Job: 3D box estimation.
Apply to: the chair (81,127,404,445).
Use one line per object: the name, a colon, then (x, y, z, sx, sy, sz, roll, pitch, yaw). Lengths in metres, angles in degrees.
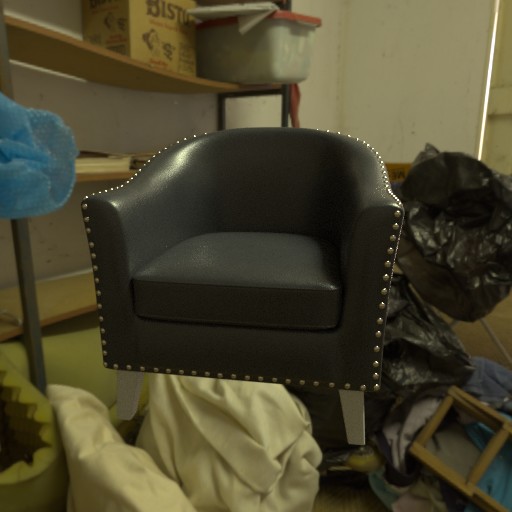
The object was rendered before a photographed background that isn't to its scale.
chair: (0.000, 0.000, 1.425, 0.794, 0.823, 0.748, 2, 14, 9)
